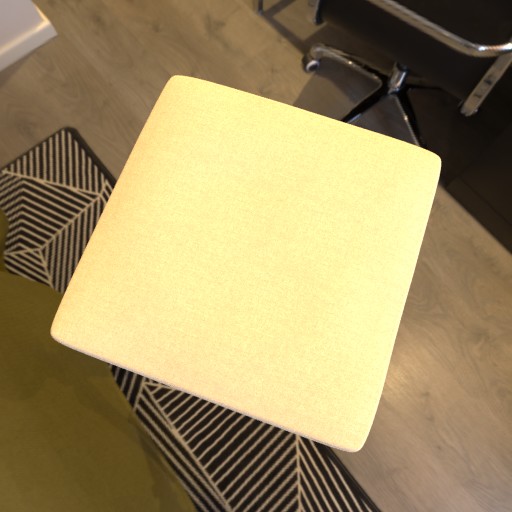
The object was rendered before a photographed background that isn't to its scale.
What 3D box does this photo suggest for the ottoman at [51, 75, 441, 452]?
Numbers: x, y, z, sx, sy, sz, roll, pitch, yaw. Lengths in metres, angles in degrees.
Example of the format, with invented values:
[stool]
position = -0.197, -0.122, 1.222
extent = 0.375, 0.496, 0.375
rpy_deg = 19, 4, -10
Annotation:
[ottoman]
position = 0.000, 0.000, 1.324
extent = 0.840, 0.436, 0.843
rpy_deg = 19, 76, 5
